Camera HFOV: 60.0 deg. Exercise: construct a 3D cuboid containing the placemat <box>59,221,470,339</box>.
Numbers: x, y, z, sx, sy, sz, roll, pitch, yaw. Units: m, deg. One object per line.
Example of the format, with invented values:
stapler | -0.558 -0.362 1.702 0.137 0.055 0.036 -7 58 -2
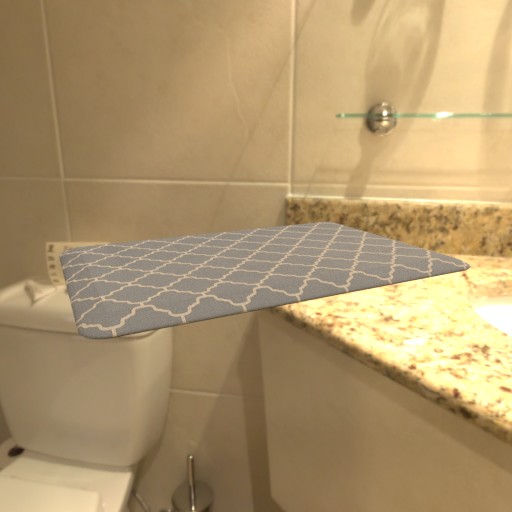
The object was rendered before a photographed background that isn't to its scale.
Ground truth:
placemat | 0.000 0.000 0.958 0.762 0.021 0.508 -8 17 -25
